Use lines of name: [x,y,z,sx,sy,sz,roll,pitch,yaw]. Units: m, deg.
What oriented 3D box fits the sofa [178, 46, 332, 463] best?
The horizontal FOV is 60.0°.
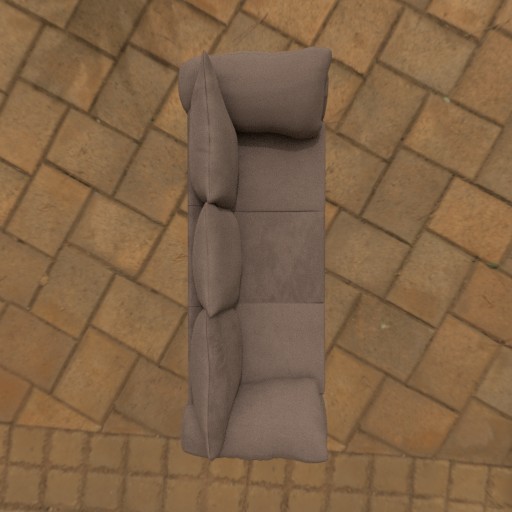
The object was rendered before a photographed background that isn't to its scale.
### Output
sofa: [0.000,0.000,2.798,0.893,0.981,2.377,0,91,0]
